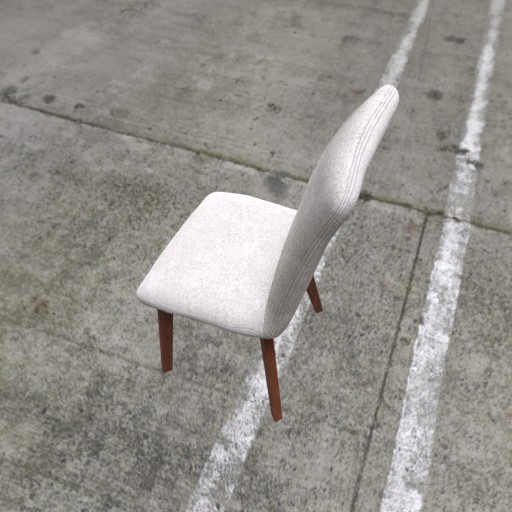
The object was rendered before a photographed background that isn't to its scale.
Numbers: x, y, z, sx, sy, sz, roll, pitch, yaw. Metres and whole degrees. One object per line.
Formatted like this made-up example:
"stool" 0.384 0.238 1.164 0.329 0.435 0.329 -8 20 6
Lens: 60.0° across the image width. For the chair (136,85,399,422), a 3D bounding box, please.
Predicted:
"chair" 0.000 0.000 1.324 0.563 0.974 0.522 17 50 15
